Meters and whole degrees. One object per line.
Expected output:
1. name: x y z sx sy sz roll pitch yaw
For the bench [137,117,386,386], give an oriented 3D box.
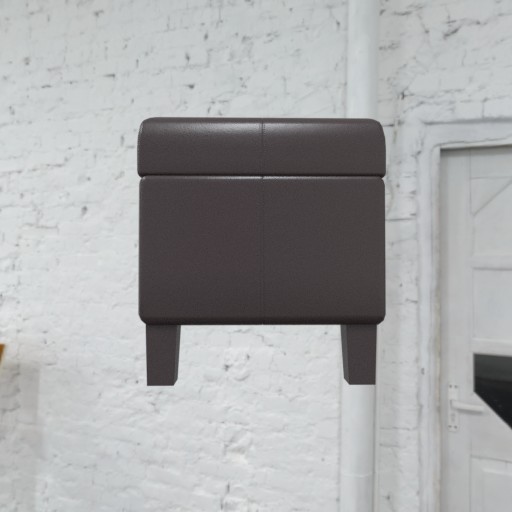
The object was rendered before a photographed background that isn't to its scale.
1. bench: 0.000 0.000 1.278 0.429 0.457 1.092 0 -1 -1
